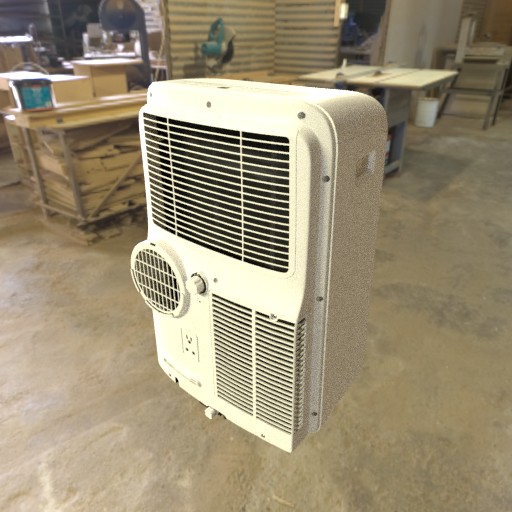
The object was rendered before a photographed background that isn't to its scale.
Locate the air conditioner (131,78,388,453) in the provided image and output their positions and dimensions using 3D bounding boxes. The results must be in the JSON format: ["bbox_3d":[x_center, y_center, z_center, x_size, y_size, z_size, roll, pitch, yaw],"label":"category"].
[{"bbox_3d":[0.000,0.000,0.955,0.454,0.700,0.365,20,34,33],"label":"air conditioner"}]
